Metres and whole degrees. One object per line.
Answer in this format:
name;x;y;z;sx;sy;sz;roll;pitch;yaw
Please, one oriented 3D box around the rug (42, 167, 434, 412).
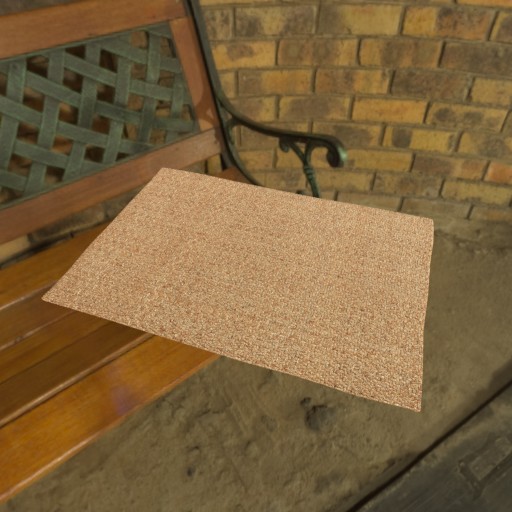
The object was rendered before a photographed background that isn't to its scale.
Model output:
rug;0.000;0.000;2.840;2.141;0.013;1.566;13;44;14
